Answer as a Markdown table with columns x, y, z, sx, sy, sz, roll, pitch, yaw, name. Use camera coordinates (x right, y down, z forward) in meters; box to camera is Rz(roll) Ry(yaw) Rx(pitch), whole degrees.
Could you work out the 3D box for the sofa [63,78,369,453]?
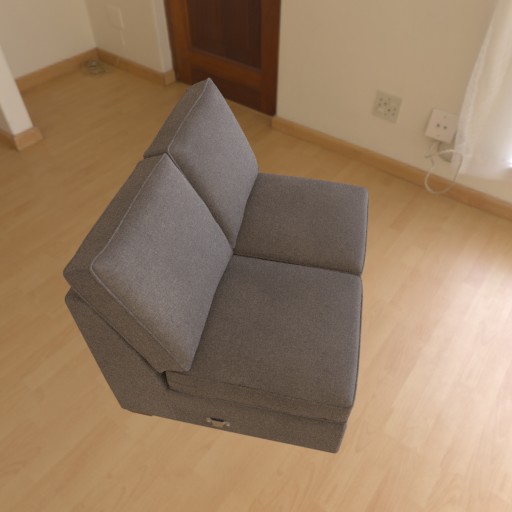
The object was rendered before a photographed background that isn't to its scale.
| x | y | z | sx | sy | sz | roll | pitch | yaw | name |
| --- | --- | --- | --- | --- | --- | --- | --- | --- | --- |
| 0.000 | 0.000 | 1.934 | 0.951 | 1.008 | 1.237 | 9 | 47 | 8 | sofa |
